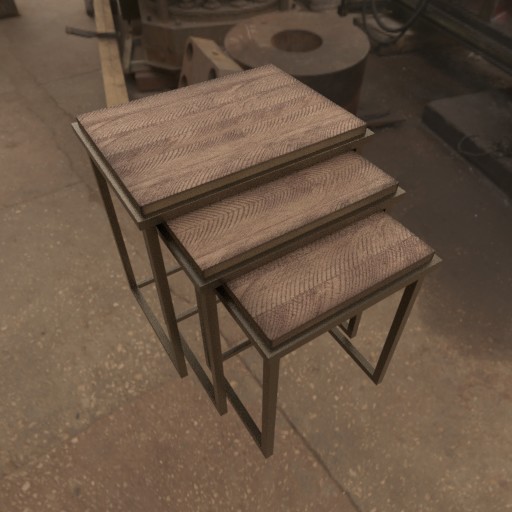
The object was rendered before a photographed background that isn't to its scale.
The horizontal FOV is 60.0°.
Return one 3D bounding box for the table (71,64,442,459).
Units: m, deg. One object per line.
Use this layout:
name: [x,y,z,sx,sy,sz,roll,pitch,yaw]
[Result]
table: [0.000,0.000,1.117,0.559,0.610,0.706,-24,51,-22]
